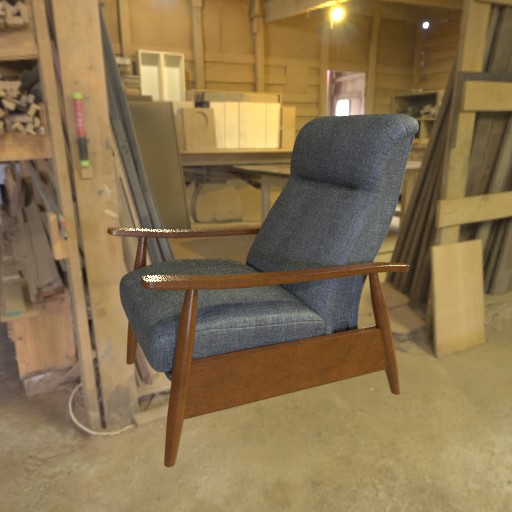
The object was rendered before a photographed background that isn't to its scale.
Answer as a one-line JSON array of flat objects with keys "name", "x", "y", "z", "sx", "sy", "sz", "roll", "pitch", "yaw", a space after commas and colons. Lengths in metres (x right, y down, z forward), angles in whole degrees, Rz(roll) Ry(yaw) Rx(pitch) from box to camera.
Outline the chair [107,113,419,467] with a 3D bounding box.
[{"name": "chair", "x": 0.000, "y": 0.000, "z": 1.766, "sx": 1.030, "sy": 1.082, "sz": 0.762, "roll": -7, "pitch": 18, "yaw": -24}]
